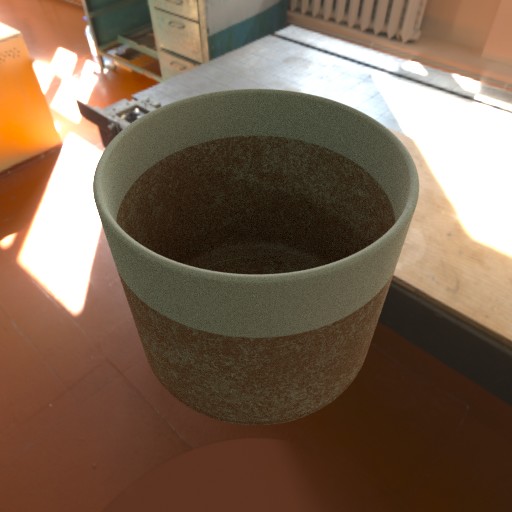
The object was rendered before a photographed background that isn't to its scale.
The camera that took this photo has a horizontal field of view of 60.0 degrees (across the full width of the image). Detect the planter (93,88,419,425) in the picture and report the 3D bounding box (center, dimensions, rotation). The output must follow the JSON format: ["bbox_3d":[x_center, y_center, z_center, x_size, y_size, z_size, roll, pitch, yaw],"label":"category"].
[{"bbox_3d":[0.000,0.000,0.270,0.159,0.138,0.159,0,46,0],"label":"planter"}]
